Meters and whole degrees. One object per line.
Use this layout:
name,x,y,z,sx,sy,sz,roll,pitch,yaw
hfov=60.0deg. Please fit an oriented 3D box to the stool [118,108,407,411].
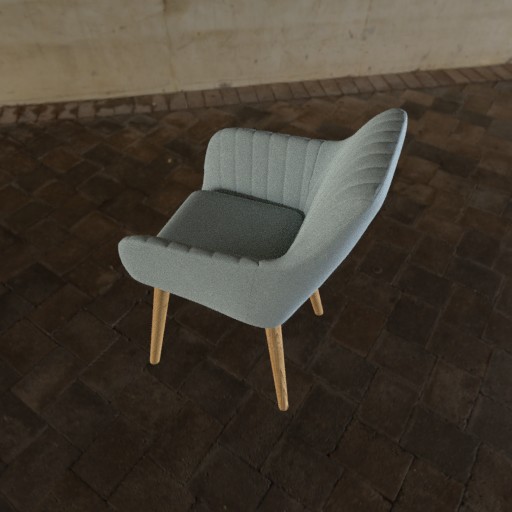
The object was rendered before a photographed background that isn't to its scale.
stool,0.000,0.000,1.202,0.590,0.830,0.503,16,48,15
